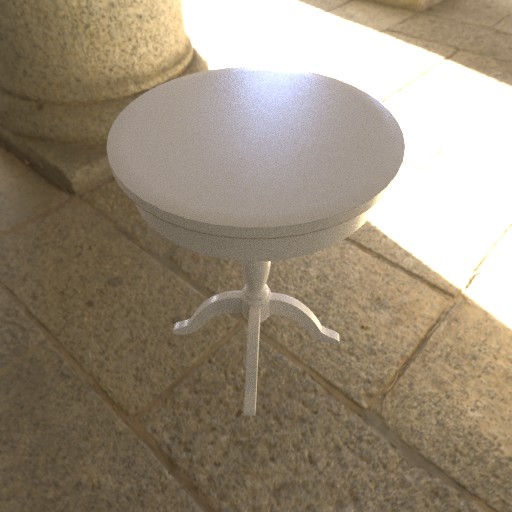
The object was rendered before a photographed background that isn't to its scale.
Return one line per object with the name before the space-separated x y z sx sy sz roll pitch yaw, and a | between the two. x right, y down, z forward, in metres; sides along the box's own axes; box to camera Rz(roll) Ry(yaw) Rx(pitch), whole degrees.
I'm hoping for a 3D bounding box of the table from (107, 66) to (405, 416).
table | 0.000 0.000 1.016 0.513 0.653 0.513 0 46 0
